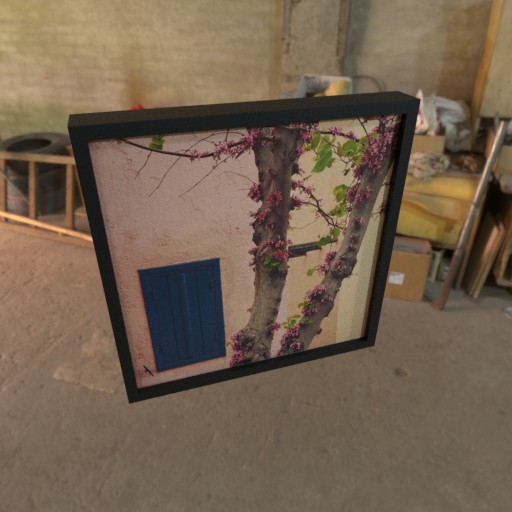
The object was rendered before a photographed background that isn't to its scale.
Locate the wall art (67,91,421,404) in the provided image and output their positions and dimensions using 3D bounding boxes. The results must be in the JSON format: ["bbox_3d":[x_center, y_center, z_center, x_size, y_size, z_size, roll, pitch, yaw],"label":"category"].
[{"bbox_3d":[0.000,0.000,0.462,0.305,0.304,0.038,-9,33,-15],"label":"wall art"}]
